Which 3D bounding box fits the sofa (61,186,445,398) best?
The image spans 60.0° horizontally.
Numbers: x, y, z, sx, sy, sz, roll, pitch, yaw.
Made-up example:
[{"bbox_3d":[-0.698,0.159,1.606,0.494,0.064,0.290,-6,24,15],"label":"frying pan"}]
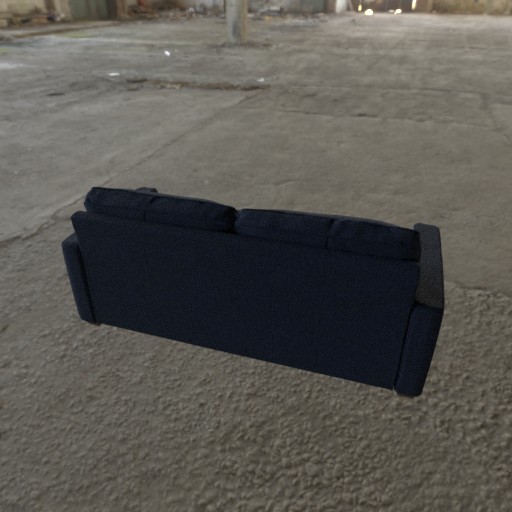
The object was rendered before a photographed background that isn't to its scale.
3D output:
[{"bbox_3d":[0.000,0.000,2.674,2.080,0.919,0.940,9,32,15],"label":"sofa"}]
